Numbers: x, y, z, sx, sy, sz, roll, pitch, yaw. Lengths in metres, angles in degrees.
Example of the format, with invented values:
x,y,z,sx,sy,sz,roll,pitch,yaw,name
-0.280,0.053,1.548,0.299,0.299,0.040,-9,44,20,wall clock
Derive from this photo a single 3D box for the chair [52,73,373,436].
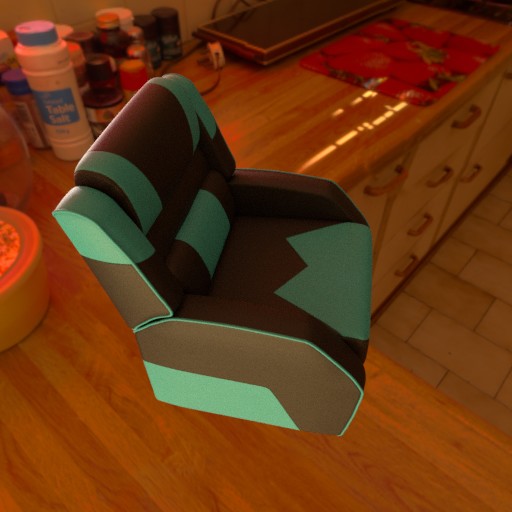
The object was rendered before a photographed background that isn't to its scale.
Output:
x,y,z,sx,sy,sz,roll,pitch,yaw,name
0.000,0.000,1.246,0.672,0.805,0.620,8,46,8,chair
